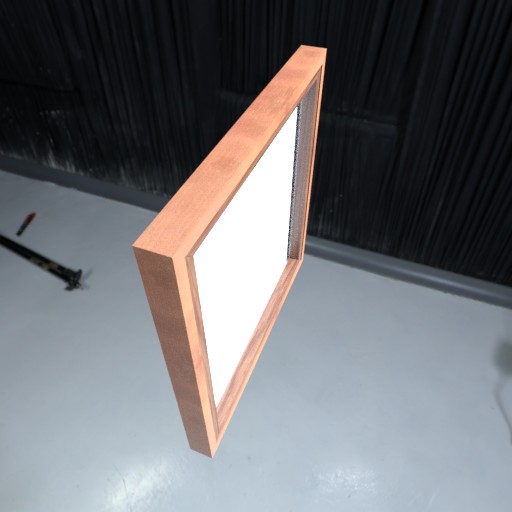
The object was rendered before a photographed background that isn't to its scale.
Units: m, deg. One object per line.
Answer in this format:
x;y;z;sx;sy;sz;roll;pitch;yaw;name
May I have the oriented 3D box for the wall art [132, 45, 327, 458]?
0.000;0.000;0.597;0.035;0.403;0.403;16;49;15;wall art
